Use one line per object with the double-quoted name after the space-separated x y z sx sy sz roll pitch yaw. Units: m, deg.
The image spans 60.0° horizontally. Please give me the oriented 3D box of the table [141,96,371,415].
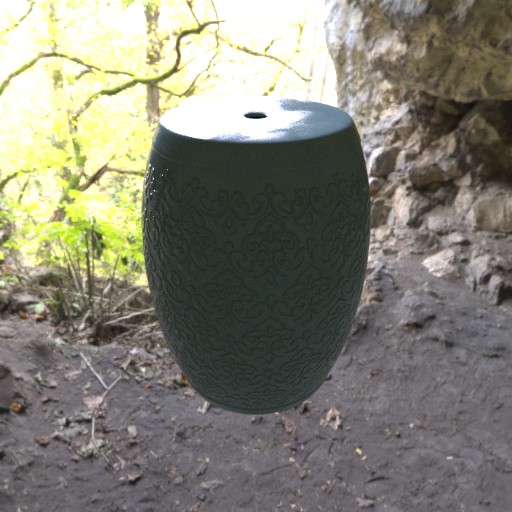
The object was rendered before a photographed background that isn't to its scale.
0.000 0.000 0.634 0.309 0.397 0.309 0 31 0 "table"
